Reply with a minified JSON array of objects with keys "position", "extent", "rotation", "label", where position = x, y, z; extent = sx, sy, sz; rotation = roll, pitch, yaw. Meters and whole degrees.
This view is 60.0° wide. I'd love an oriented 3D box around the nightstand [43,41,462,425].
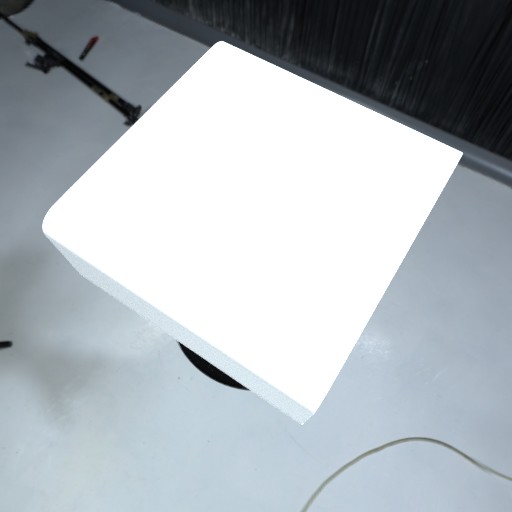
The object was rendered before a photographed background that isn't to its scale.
[{"position":[0.000,0.000,0.758],"extent":[0.404,0.447,0.399],"rotation":[31,68,14],"label":"nightstand"}]
